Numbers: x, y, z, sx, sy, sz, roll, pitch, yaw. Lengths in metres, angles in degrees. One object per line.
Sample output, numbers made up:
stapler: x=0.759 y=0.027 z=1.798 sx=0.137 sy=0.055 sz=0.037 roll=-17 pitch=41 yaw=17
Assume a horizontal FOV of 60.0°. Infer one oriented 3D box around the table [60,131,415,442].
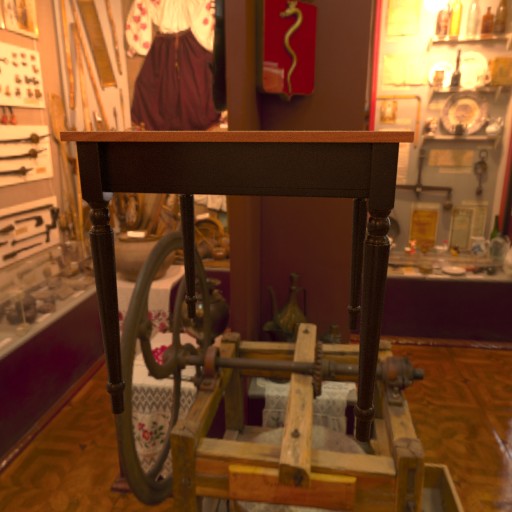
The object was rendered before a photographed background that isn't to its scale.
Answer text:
table: x=0.000 y=0.000 z=1.364 sx=0.747 sy=0.738 sz=0.747 roll=3 pitch=16 yaw=9
